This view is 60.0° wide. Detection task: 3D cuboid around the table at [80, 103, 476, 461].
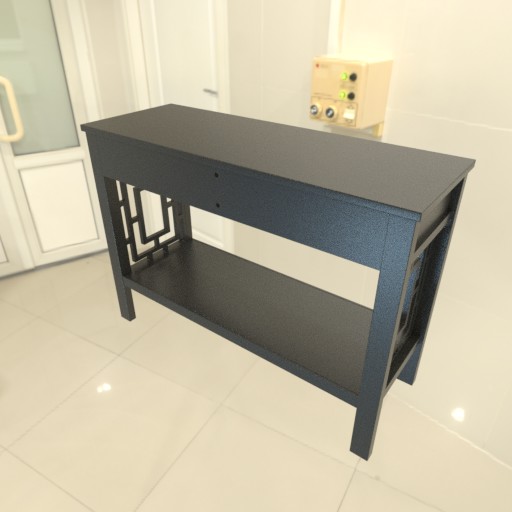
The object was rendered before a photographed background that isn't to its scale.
[{"bbox_3d":[0.000,0.000,1.424,1.068,0.753,0.397,21,37,31],"label":"table"}]
